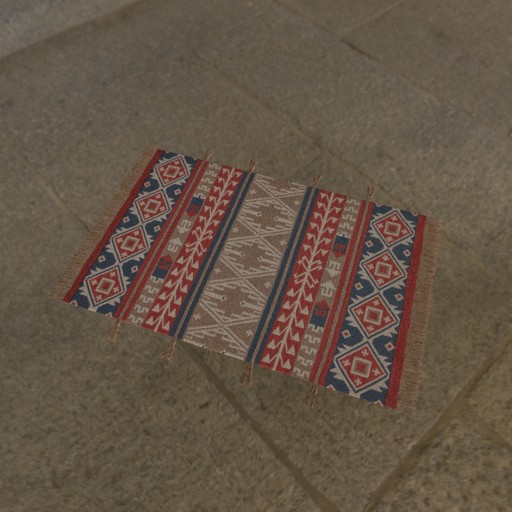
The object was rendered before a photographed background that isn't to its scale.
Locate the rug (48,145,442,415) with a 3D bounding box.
[{"bbox_3d":[0.000,0.000,3.125,2.450,0.048,1.778,16,59,10],"label":"rug"}]
